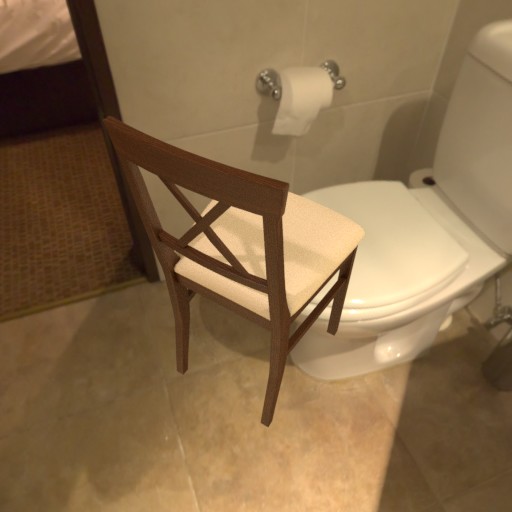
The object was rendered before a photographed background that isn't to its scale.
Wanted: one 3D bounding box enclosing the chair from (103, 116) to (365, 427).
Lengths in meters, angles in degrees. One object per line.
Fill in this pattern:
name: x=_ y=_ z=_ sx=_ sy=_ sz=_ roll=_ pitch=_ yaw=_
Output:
chair: x=0.000 y=0.000 z=1.185 sx=0.440 sy=0.913 sz=0.480 roll=25 pitch=52 yaw=21
